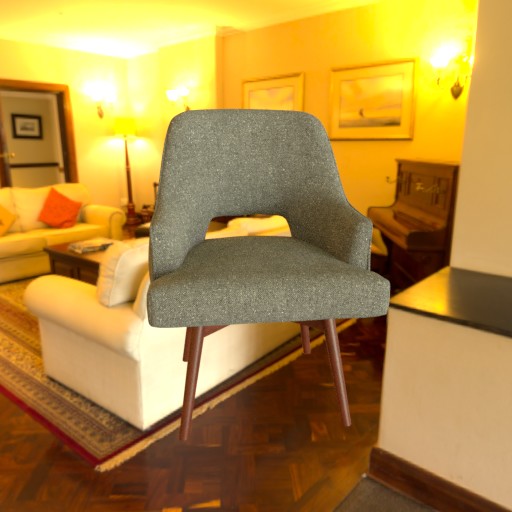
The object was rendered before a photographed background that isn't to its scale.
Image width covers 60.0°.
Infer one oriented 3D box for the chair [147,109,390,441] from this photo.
[{"bbox_3d":[0.000,0.000,1.315,0.608,0.875,0.629,-2,14,-8],"label":"chair"}]
